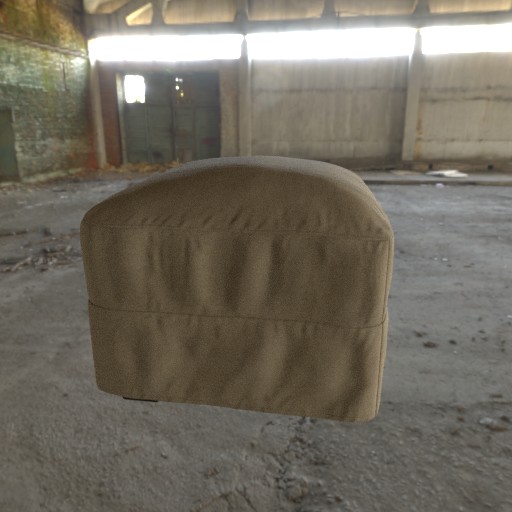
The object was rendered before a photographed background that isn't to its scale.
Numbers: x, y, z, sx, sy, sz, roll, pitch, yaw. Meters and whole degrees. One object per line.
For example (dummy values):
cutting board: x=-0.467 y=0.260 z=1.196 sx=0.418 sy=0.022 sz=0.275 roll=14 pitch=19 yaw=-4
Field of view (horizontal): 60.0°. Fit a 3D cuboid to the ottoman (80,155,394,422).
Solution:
ottoman: x=0.000 y=0.000 z=1.097 sx=0.584 sy=0.480 sz=0.712 roll=2 pitch=16 yaw=8
